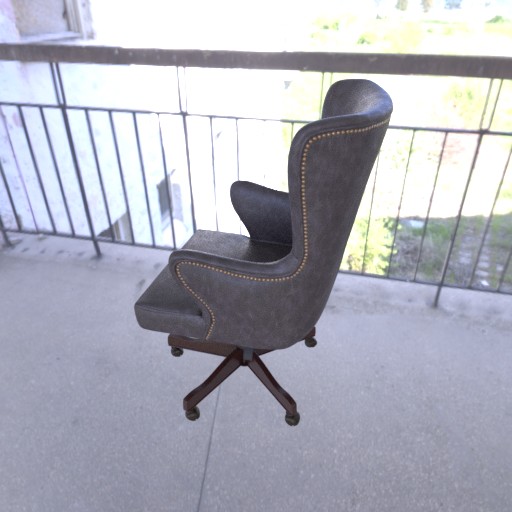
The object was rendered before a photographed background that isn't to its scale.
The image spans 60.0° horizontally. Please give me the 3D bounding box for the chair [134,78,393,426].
[{"bbox_3d":[0.000,0.000,1.446,0.717,1.037,0.594,8,32,13],"label":"chair"}]
